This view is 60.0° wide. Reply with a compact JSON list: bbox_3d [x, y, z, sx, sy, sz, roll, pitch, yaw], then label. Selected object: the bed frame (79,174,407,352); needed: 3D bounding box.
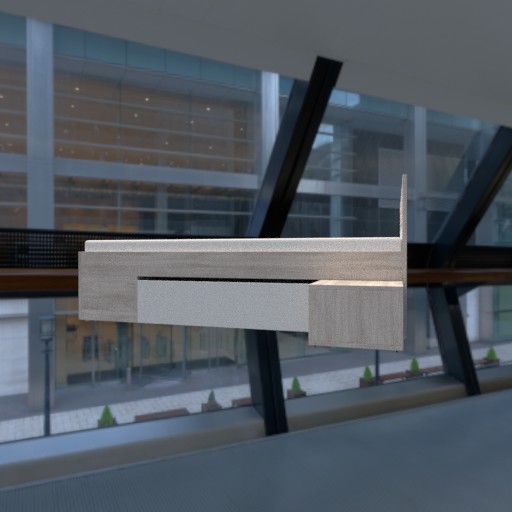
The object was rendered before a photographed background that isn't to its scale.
[{"bbox_3d":[0.000,0.000,3.224,2.050,0.860,2.040,0,0,18],"label":"bed frame"}]
